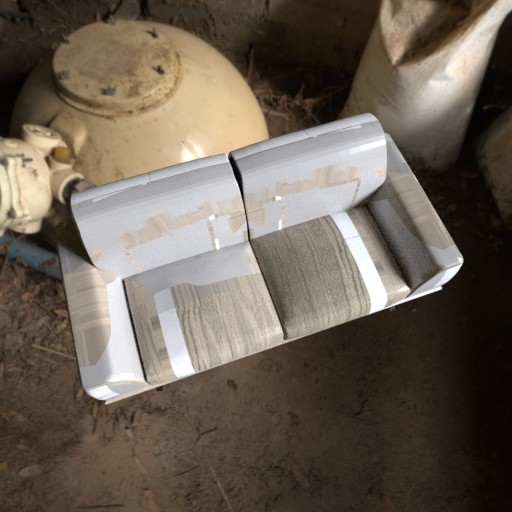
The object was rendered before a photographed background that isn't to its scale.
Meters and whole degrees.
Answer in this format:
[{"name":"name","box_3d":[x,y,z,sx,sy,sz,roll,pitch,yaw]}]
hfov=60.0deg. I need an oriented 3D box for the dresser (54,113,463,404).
[{"name":"dresser","box_3d":[0.000,0.000,5.709,4.679,1.863,2.251,-17,66,-8]}]
